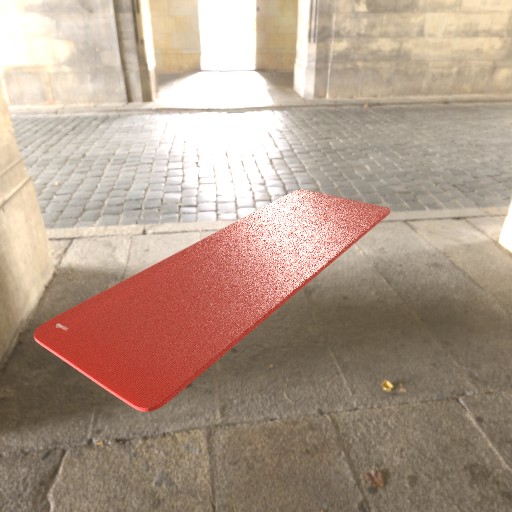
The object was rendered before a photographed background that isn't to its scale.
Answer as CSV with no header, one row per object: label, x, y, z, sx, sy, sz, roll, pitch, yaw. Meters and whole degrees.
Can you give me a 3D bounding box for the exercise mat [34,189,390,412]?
exercise mat,0.000,0.000,2.040,0.616,0.021,1.869,18,33,31
